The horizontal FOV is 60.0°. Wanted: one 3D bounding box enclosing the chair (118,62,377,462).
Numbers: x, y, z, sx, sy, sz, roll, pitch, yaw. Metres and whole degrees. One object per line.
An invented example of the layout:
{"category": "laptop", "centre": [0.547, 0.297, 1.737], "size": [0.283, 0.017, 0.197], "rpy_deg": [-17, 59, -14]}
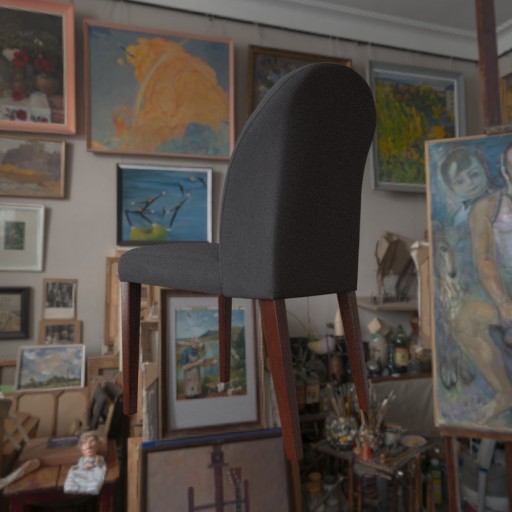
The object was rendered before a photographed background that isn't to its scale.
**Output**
{"category": "chair", "centre": [0.000, 0.000, 1.244], "size": [0.619, 0.879, 0.506], "rpy_deg": [-1, -2, 35]}
